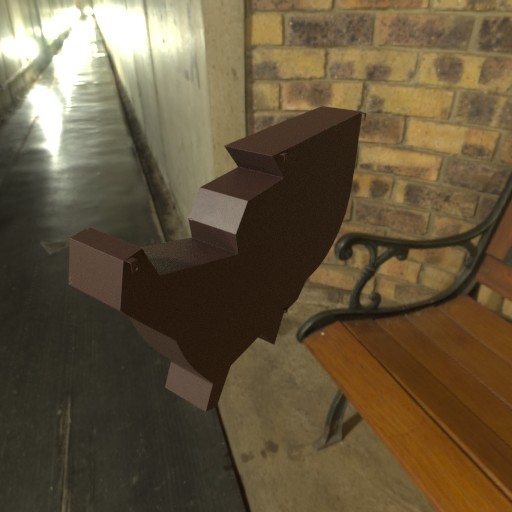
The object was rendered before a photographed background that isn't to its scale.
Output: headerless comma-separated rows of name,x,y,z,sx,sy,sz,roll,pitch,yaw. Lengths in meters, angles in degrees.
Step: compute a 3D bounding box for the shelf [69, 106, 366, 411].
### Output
shelf,0.000,0.000,0.888,0.112,0.439,0.729,19,36,29
